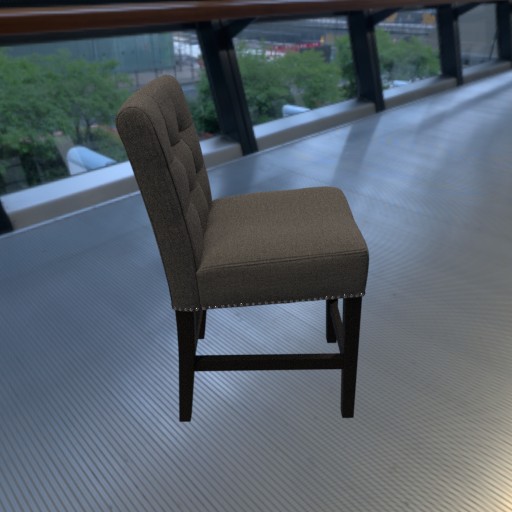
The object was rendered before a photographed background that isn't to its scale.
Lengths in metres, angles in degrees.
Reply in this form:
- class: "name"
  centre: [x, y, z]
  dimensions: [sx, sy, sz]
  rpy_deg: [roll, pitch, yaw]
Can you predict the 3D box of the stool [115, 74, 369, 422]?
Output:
- class: "stool"
  centre: [0.000, 0.000, 1.224]
  dimensions: [0.571, 0.885, 0.427]
  rpy_deg: [0, 30, 0]
